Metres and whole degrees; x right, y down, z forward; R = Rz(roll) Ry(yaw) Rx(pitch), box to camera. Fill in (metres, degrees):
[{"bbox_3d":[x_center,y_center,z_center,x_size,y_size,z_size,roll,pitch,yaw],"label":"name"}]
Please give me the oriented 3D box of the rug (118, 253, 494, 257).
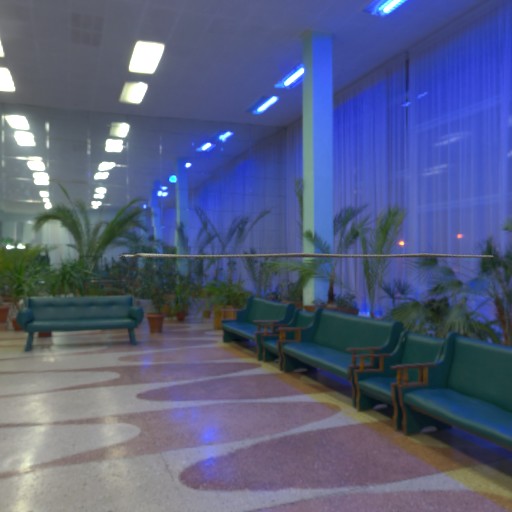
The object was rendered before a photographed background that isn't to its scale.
[{"bbox_3d":[0.000,0.000,4.335,2.428,0.027,3.333,0,0,-20],"label":"rug"}]
